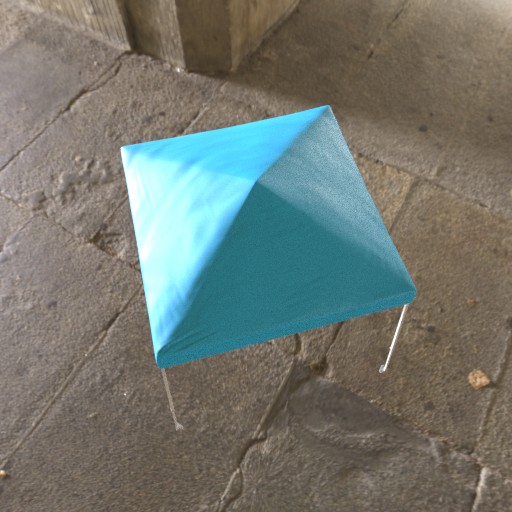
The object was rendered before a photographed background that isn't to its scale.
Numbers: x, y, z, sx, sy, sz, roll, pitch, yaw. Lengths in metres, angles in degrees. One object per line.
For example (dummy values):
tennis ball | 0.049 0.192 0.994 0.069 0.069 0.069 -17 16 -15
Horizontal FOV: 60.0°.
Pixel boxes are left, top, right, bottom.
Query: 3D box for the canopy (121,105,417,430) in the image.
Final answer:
canopy | 0.000 0.000 5.130 2.849 2.849 2.848 -13 64 -7
